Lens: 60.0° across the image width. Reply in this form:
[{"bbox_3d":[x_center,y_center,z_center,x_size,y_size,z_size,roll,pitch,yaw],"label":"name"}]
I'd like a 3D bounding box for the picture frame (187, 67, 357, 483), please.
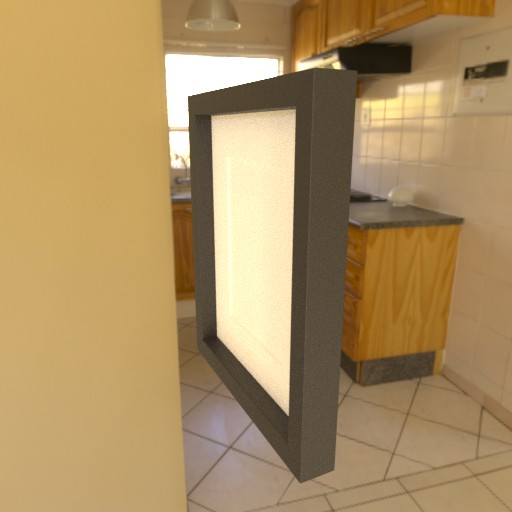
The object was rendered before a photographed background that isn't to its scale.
[{"bbox_3d":[0.000,0.000,0.396,0.042,0.284,0.232,-8,17,-25],"label":"picture frame"}]
